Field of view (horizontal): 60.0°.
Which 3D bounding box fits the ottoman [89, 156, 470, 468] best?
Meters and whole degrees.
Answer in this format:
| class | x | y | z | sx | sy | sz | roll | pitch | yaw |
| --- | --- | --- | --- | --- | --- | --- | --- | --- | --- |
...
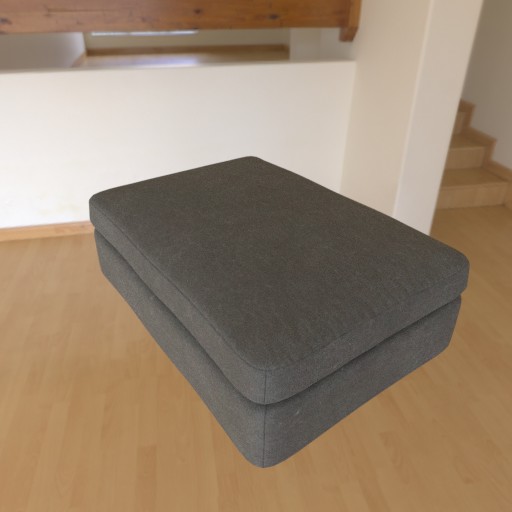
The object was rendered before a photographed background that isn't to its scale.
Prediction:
| class | x | y | z | sx | sy | sz | roll | pitch | yaw |
| --- | --- | --- | --- | --- | --- | --- | --- | --- | --- |
| ottoman | 0.000 | 0.000 | 1.608 | 0.840 | 0.429 | 1.199 | -21 | 37 | -30 |
